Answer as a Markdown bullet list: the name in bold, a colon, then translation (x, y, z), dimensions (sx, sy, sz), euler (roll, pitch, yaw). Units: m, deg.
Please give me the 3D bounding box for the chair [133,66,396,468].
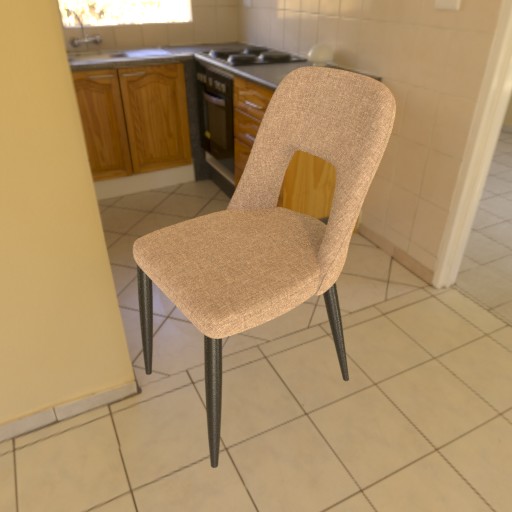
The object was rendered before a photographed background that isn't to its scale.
- **chair**: translation (0.000, 0.000, 1.257), dimensions (0.612, 0.931, 0.470), euler (-22, 38, -30)
